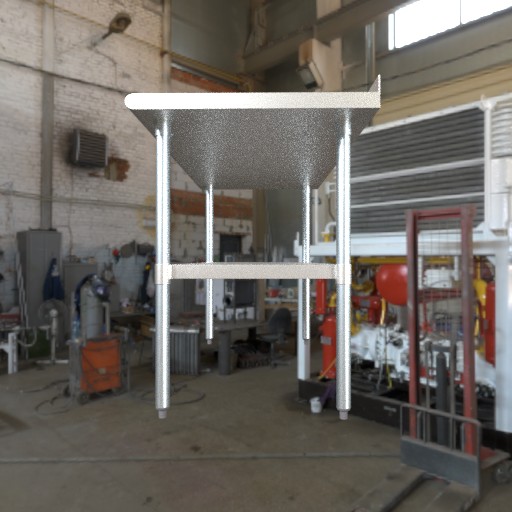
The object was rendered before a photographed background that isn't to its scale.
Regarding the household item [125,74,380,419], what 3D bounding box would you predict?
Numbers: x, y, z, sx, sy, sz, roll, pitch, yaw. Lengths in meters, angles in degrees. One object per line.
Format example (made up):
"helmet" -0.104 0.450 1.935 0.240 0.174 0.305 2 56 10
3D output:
"household item" 0.000 0.000 1.663 0.610 0.851 1.219 0 0 1
